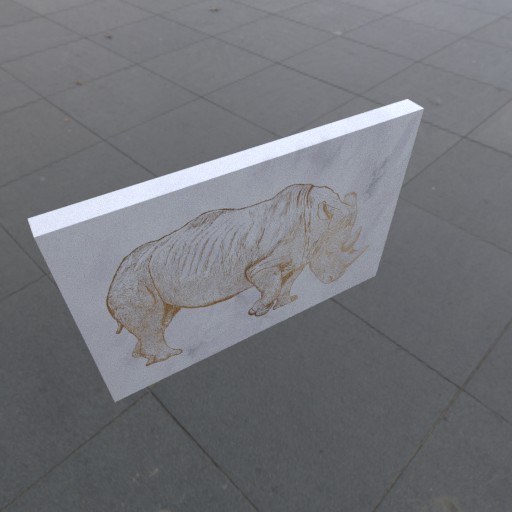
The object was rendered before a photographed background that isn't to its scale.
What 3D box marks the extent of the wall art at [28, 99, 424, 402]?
[{"bbox_3d":[0.000,0.000,0.770,0.609,0.407,0.038,-23,50,-21],"label":"wall art"}]
